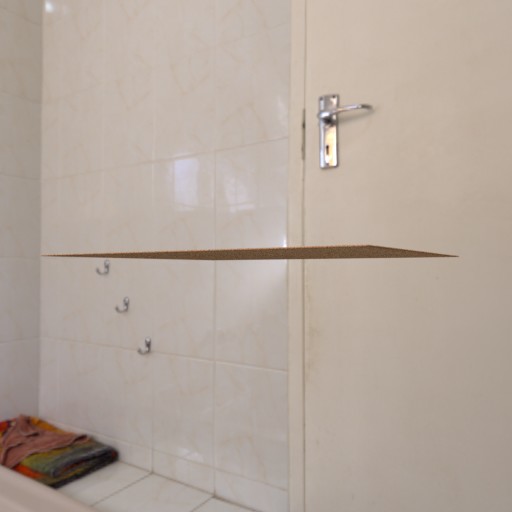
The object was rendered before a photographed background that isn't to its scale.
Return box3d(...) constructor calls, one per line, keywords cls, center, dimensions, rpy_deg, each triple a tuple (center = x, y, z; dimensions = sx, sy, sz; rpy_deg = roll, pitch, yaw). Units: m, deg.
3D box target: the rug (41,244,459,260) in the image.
box3d(cls="rug", center=(0.000, 0.000, 4.097), dimensions=(3.048, 0.013, 2.439), rpy_deg=(-1, -2, 34))
